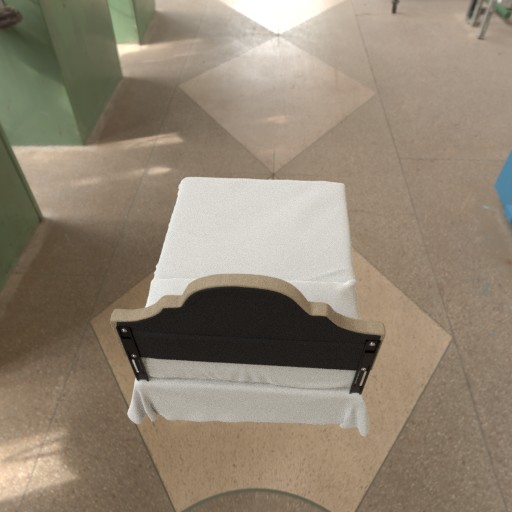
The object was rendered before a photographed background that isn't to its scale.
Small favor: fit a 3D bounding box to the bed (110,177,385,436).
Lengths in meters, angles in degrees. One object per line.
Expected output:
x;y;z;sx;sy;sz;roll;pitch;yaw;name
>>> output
0.000;0.000;3.494;1.780;1.634;2.222;3;47;3;bed
